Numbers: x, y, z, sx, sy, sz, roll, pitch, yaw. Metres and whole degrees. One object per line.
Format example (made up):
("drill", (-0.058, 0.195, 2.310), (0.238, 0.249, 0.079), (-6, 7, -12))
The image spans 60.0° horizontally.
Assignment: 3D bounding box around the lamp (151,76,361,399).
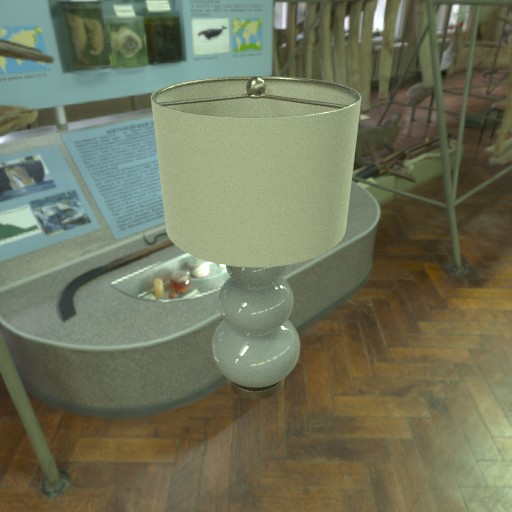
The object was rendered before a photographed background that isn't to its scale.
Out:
("lamp", (0.000, 0.000, 0.961), (0.367, 0.730, 0.367), (8, 32, 13))
